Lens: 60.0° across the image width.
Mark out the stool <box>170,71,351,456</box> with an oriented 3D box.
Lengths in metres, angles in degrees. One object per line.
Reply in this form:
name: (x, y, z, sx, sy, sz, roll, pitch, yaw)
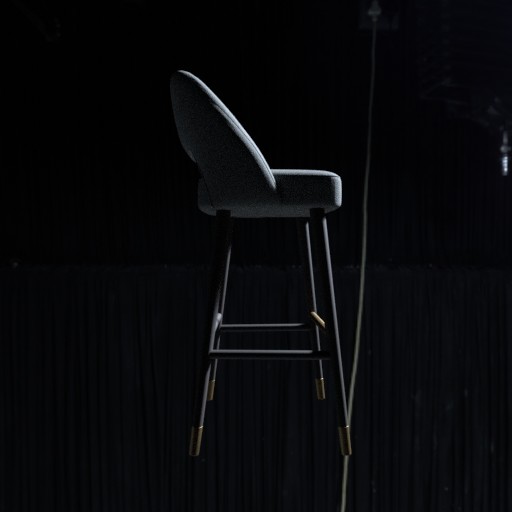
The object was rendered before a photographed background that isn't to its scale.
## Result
stool: (0.000, 0.000, 1.434, 0.524, 1.089, 0.536, 0, 2, -1)
